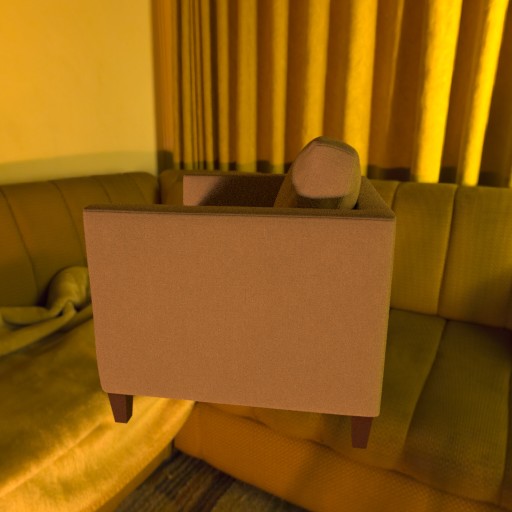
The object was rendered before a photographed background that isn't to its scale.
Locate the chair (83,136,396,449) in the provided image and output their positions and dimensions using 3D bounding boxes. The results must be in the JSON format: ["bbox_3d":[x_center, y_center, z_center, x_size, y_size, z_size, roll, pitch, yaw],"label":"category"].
[{"bbox_3d":[0.000,0.000,1.834,0.959,0.961,1.107,2,16,8],"label":"chair"}]
